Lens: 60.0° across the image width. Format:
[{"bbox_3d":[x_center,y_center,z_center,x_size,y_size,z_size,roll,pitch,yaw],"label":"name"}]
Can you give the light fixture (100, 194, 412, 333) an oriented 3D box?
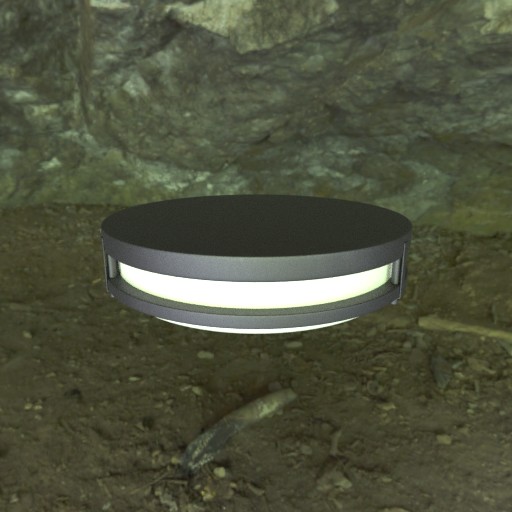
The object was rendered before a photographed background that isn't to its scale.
[{"bbox_3d":[0.000,0.000,0.545,0.356,0.102,0.356,0,16,0],"label":"light fixture"}]
